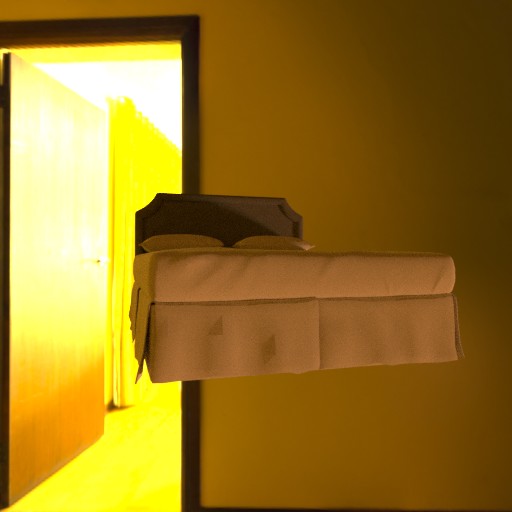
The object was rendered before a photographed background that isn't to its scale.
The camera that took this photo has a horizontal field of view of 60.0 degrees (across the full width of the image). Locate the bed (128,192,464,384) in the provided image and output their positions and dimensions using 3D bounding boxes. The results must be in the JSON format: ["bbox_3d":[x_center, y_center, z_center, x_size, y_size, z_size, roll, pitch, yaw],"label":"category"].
[{"bbox_3d":[0.000,0.000,3.586,1.977,1.306,2.464,0,0,-17],"label":"bed"}]
